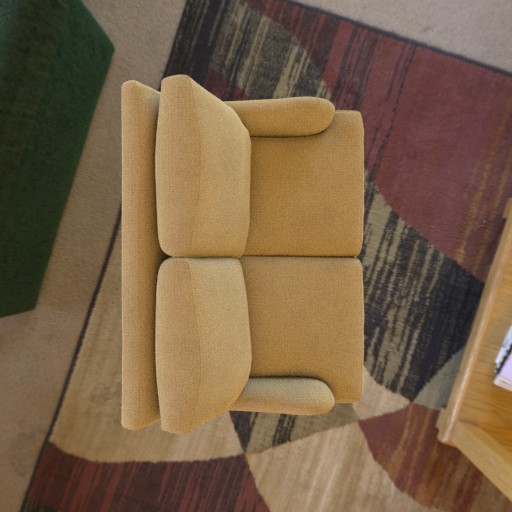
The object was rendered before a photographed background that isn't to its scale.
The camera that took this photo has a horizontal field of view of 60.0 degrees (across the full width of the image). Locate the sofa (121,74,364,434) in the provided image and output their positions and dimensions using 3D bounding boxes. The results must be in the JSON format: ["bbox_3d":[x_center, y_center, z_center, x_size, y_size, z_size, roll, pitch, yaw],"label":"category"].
[{"bbox_3d":[0.000,0.000,2.193,1.087,0.999,1.480,0,90,1],"label":"sofa"}]
